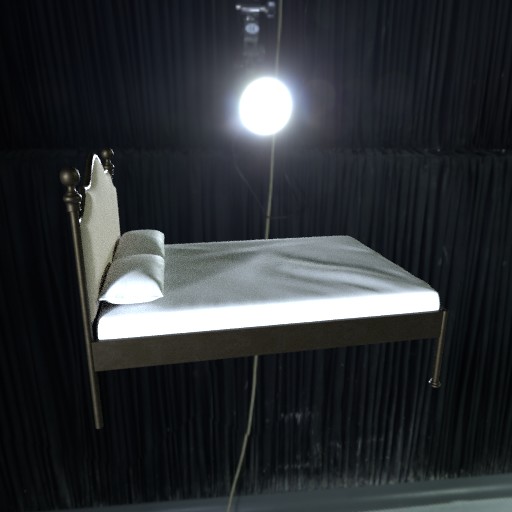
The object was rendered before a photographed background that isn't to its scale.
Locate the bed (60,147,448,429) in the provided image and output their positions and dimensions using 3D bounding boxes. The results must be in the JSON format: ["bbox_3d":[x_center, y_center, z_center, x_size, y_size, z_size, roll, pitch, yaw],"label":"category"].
[{"bbox_3d":[0.000,0.000,3.169,2.170,1.462,1.533,-3,18,-11],"label":"bed"}]
